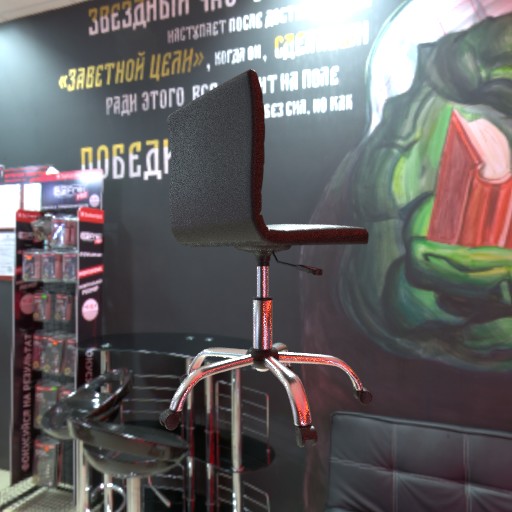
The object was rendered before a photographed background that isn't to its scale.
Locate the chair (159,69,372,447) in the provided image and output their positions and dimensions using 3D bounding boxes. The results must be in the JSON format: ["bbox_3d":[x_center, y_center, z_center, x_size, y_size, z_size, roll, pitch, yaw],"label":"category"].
[{"bbox_3d":[0.000,0.000,1.155,0.530,0.780,0.556,0,1,-37],"label":"chair"}]
